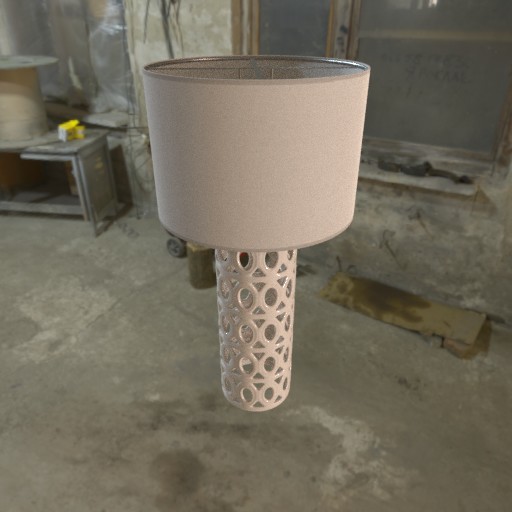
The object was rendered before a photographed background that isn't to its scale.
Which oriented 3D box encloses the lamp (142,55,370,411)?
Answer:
[{"bbox_3d":[0.000,0.000,0.799,0.325,0.636,0.324,-1,29,-3],"label":"lamp"}]
